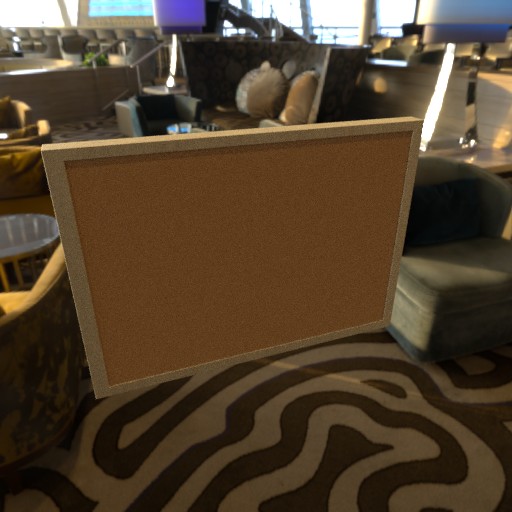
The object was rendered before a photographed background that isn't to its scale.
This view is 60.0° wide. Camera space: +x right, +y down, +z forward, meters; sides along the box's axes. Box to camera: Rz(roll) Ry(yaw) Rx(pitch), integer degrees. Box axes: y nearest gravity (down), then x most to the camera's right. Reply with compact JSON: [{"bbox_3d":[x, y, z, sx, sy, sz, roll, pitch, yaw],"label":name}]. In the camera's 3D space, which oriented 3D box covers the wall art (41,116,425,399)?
[{"bbox_3d":[0.000,0.000,0.685,0.532,0.380,0.032,-10,29,-18],"label":"wall art"}]
